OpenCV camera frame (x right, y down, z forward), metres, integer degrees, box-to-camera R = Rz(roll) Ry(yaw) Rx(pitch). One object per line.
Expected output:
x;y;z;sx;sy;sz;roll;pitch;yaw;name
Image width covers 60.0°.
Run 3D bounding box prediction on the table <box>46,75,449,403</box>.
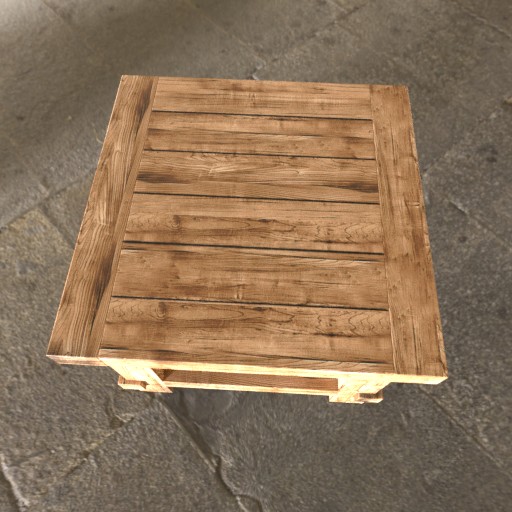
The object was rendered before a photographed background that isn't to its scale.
0.000;0.000;1.010;0.610;0.457;0.610;3;63;1;table
